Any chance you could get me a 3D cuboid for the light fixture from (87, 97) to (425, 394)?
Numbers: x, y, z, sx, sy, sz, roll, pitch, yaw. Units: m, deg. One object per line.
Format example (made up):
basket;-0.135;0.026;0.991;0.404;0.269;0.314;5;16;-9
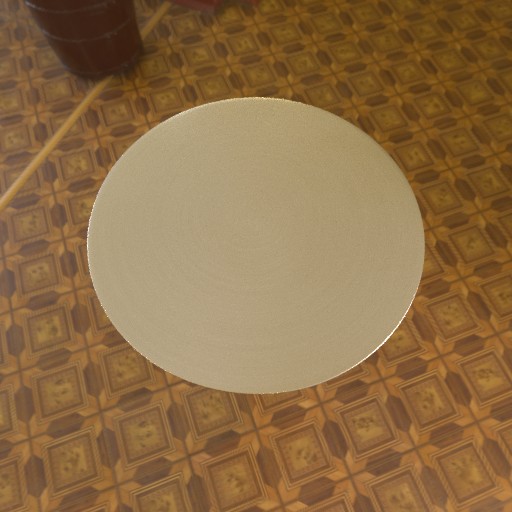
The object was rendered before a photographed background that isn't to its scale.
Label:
light fixture;0.000;0.000;0.432;0.280;0.135;0.280;0;64;0
